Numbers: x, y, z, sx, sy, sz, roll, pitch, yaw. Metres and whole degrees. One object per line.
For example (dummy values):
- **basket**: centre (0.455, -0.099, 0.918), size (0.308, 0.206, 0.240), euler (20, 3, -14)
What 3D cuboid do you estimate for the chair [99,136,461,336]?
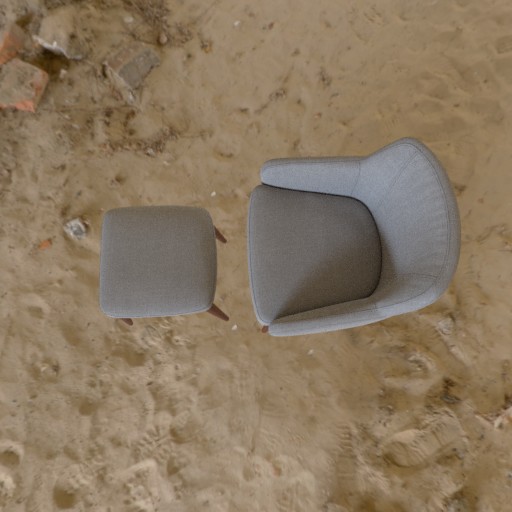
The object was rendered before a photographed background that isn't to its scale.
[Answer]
- **chair**: centre (0.000, 0.000, 1.565), size (1.107, 0.799, 0.584), euler (-3, 76, -1)
